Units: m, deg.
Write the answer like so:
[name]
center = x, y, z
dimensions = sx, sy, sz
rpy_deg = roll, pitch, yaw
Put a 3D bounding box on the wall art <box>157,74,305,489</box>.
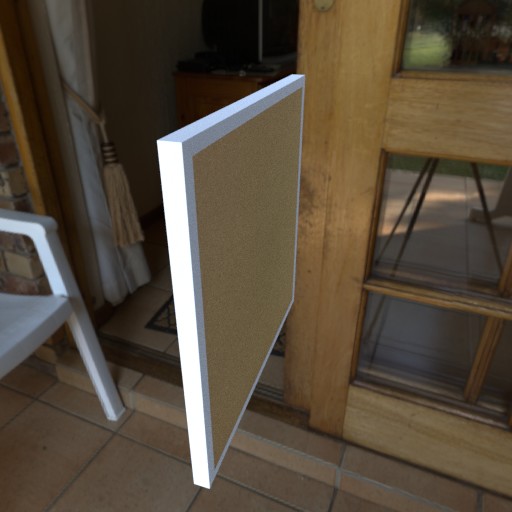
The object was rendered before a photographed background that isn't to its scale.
[wall art]
center = 0.000, 0.000, 1.111
dimensions = 0.038, 0.761, 0.763
rpy_deg = 9, 30, 16
